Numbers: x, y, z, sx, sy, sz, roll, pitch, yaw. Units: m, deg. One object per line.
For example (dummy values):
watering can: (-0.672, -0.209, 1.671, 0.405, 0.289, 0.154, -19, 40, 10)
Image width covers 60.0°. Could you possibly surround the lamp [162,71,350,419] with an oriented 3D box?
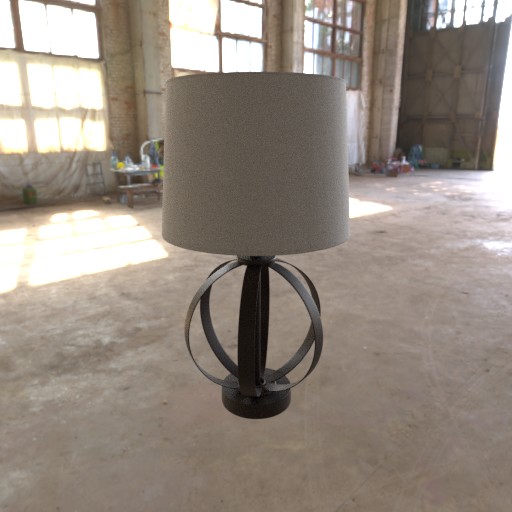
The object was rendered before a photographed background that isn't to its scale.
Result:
lamp: (0.000, 0.000, 0.699, 0.286, 0.510, 0.286, 0, 16, 0)
